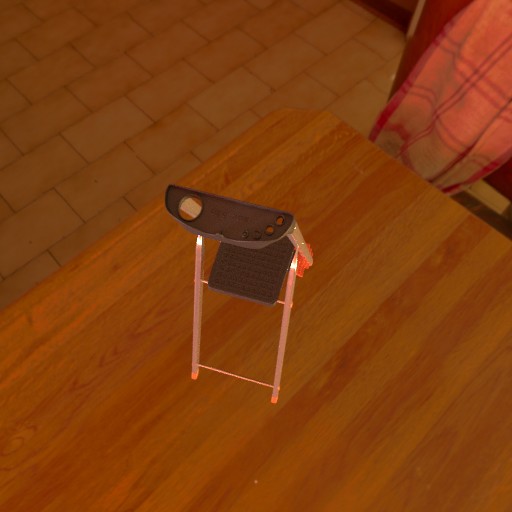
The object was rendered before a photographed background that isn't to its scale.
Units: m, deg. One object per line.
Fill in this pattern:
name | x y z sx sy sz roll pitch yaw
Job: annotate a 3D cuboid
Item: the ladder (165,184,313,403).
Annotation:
ladder | 0.000 0.000 1.786 0.452 1.429 0.834 14 64 7
